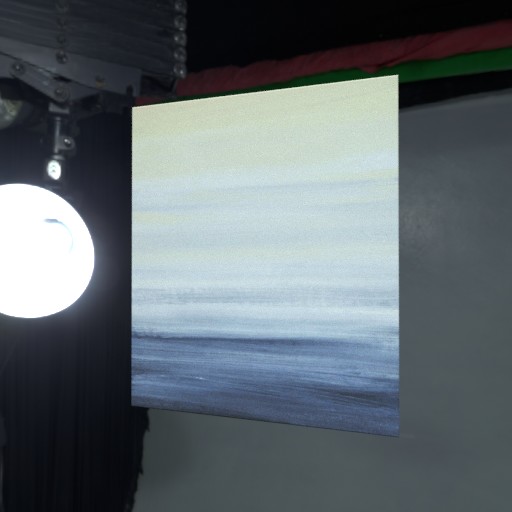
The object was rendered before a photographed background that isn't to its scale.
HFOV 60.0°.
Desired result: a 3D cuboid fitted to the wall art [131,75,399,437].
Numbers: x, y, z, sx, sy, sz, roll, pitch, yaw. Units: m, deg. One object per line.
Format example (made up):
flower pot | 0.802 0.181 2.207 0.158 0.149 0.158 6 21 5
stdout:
wall art | 0.000 0.000 0.709 0.435 0.511 0.037 0 -1 18
